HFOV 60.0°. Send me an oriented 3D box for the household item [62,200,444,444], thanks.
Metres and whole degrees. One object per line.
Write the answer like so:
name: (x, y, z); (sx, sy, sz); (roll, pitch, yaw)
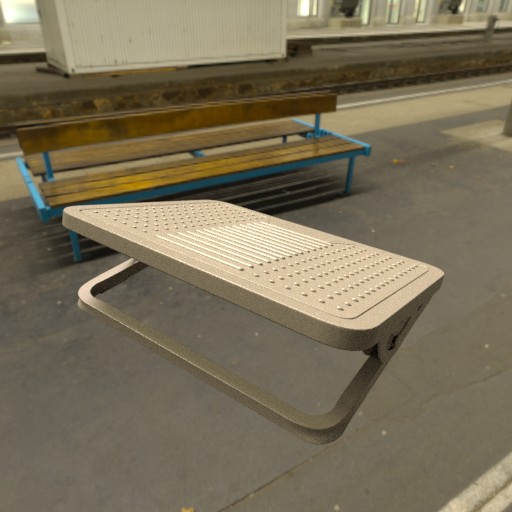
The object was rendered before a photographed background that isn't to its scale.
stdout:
household item: (0.000, 0.000, 0.543); (0.390, 0.126, 0.301); (20, 36, 31)
